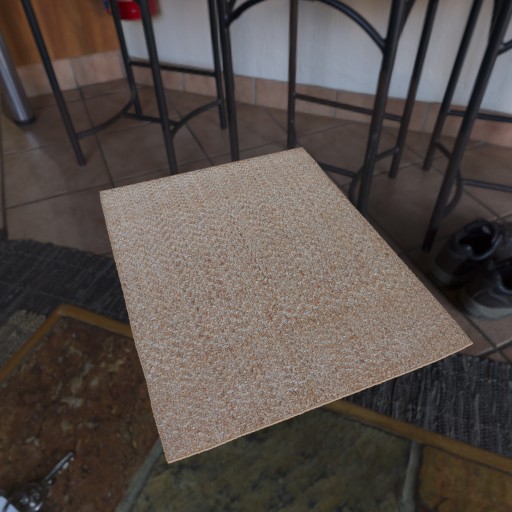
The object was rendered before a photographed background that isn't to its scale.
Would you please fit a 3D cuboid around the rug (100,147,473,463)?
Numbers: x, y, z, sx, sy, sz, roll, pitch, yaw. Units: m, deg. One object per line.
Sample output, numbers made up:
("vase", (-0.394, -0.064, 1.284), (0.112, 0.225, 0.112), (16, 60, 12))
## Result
("rug", (0.000, 0.000, 4.086), (2.439, 0.013, 3.048), (-16, 48, -15))
